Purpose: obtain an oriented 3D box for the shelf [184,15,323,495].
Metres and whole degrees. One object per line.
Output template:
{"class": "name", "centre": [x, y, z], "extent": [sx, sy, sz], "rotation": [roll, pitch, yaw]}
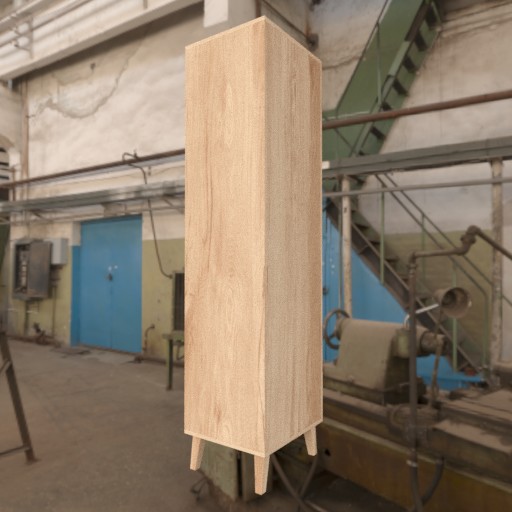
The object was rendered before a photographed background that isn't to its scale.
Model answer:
{"class": "shelf", "centre": [0.000, 0.000, 2.137], "extent": [0.450, 1.960, 0.510], "rotation": [-1, -1, 36]}
